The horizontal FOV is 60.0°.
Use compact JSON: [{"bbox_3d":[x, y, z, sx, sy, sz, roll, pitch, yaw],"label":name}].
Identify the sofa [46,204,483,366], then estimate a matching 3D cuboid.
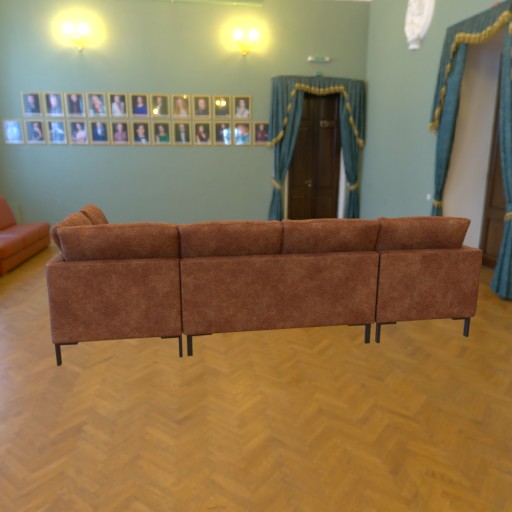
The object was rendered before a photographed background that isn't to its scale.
[{"bbox_3d":[0.000,0.000,3.855,2.956,0.900,1.939,-2,13,-9],"label":"sofa"}]
